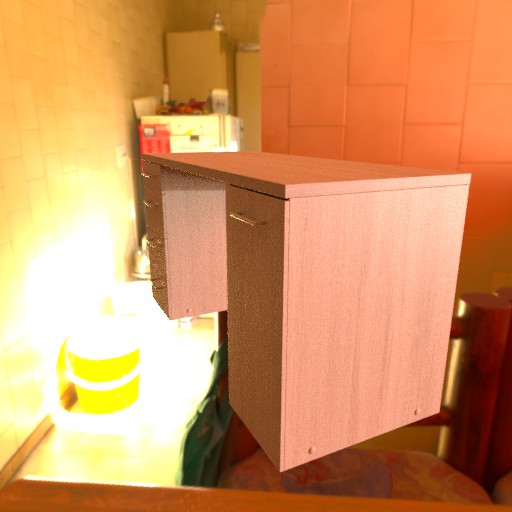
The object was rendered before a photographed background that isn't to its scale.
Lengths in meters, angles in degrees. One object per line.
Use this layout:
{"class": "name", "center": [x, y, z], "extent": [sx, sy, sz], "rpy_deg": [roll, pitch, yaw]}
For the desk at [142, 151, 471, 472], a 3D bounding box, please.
{"class": "desk", "center": [0.000, 0.000, 1.754], "extent": [0.600, 0.740, 1.390], "rpy_deg": [-8, 18, -25]}
